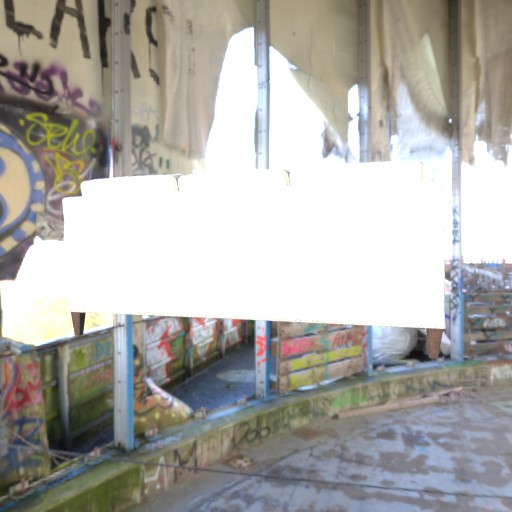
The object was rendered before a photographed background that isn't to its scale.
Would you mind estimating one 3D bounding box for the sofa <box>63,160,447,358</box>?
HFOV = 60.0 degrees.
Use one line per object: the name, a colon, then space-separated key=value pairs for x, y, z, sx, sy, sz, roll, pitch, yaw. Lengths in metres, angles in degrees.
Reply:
sofa: x=0.000 y=0.000 z=2.899 sx=2.246 sy=1.003 sz=1.084 roll=0 pitch=0 yaw=17
